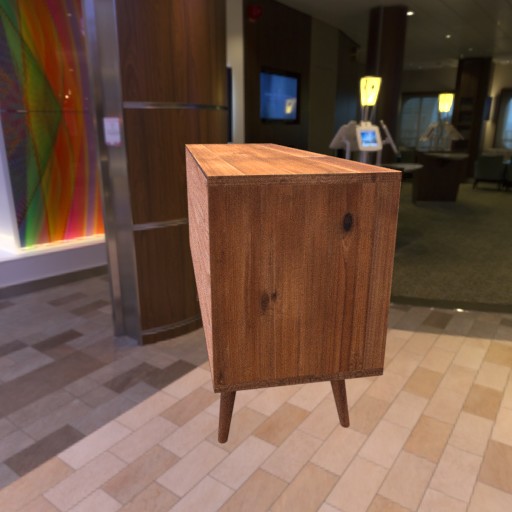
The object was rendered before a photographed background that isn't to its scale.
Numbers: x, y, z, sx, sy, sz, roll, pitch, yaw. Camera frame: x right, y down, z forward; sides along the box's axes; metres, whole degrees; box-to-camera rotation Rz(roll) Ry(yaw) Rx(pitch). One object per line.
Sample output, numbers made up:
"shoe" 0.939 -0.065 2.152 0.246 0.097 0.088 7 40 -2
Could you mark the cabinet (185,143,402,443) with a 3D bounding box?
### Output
"cabinet" 0.000 0.000 1.760 0.472 0.800 1.400 -3 17 -10
